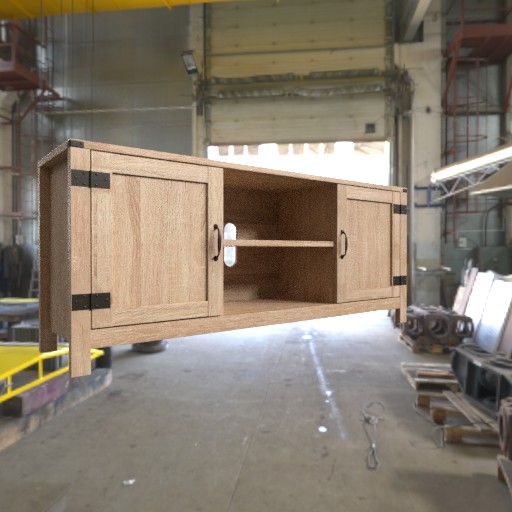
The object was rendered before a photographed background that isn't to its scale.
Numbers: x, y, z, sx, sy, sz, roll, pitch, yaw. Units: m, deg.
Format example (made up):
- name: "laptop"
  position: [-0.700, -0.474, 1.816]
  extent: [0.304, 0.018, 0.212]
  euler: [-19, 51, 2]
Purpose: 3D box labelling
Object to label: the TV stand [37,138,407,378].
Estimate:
- name: "TV stand"
  position: [0.000, 0.000, 1.712]
  extent: [1.466, 0.610, 0.398]
  euler: [0, 1, -38]
